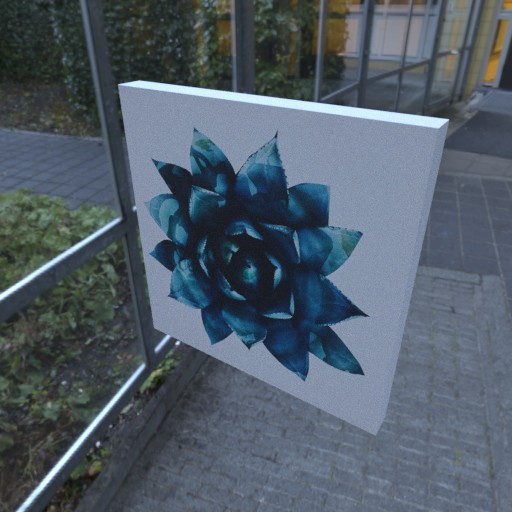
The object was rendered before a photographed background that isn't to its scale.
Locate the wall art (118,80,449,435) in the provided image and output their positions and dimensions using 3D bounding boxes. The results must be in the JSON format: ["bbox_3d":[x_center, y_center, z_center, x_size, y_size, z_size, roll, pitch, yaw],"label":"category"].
[{"bbox_3d":[0.000,0.000,0.598,0.406,0.406,0.038,18,35,28],"label":"wall art"}]
